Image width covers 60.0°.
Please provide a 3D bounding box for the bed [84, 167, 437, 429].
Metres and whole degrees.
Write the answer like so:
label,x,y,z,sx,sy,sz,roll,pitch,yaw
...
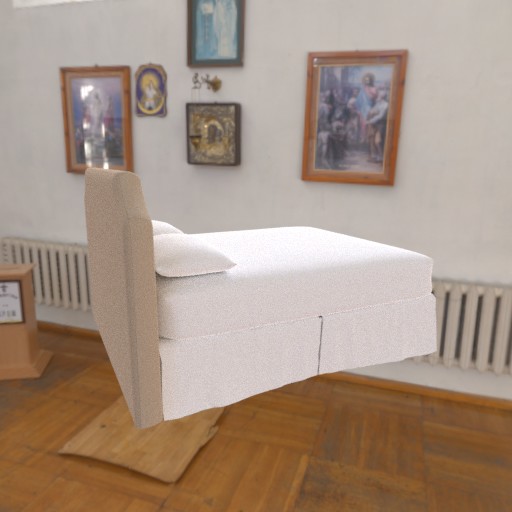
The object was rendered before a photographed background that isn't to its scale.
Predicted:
label,x,y,z,sx,sy,sz,roll,pitch,yaw
bed,0.000,0.000,3.332,2.204,1.301,1.828,-6,13,-26
